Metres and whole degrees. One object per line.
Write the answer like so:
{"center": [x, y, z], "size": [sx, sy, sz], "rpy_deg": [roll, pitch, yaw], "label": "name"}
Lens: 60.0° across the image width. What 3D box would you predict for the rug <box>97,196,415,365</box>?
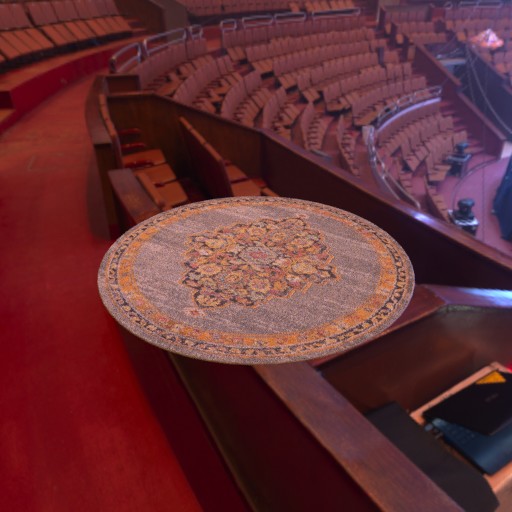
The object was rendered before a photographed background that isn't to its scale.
{"center": [0.000, 0.000, 3.482], "size": [2.382, 0.014, 2.382], "rpy_deg": [0, 30, 0], "label": "rug"}
